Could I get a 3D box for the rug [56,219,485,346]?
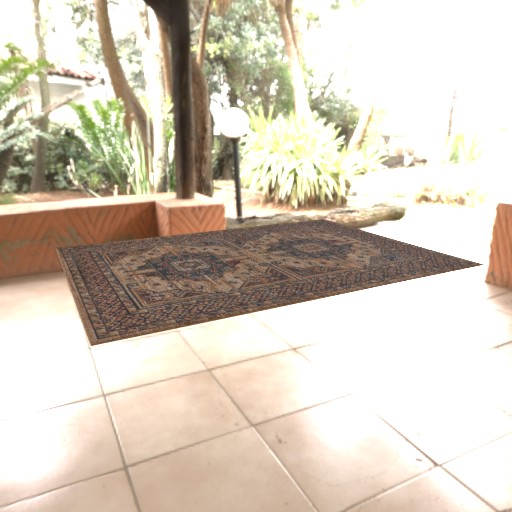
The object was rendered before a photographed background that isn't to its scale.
[{"bbox_3d":[0.000,0.000,2.821,2.227,0.008,1.611,-8,18,-27],"label":"rug"}]
